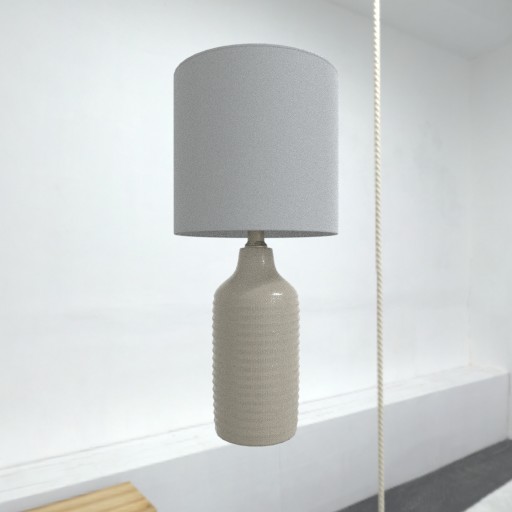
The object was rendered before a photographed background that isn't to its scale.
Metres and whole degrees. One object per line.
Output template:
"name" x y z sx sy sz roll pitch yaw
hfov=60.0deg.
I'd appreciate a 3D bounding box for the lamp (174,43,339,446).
"lamp" 0.000 0.000 0.604 0.220 0.475 0.220 0 0 36
